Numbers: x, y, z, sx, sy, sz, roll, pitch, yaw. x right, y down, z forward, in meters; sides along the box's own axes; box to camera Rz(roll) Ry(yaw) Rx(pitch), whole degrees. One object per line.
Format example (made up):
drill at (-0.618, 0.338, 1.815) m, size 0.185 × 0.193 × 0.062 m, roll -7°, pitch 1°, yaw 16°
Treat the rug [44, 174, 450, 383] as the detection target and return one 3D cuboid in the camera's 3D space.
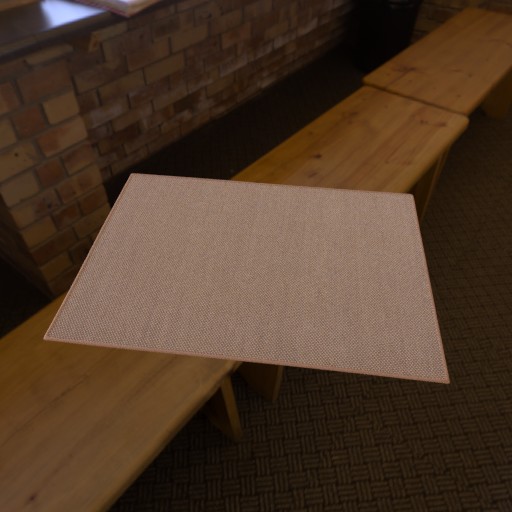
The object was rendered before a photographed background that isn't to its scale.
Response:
rug at (0.000, 0.000, 2.819) m, size 2.134 × 0.013 × 1.524 m, roll 5°, pitch 46°, yaw 5°
